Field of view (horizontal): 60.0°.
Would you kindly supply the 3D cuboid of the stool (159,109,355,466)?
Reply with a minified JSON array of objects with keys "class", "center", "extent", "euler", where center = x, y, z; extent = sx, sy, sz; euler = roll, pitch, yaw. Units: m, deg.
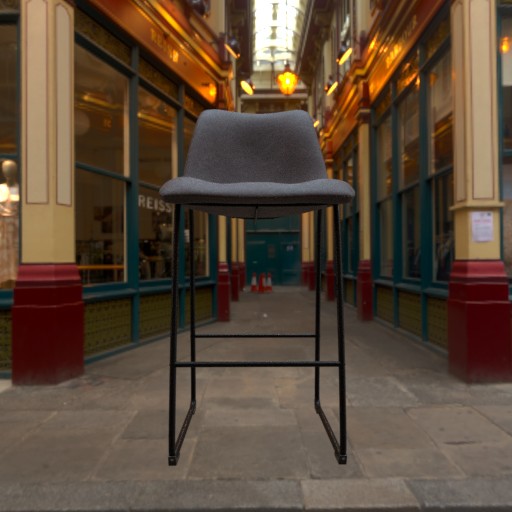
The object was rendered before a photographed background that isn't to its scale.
[{"class":"stool","center":[0.000,0.000,1.386],"extent":[0.514,1.082,0.561],"euler":[0,0,-1]}]
